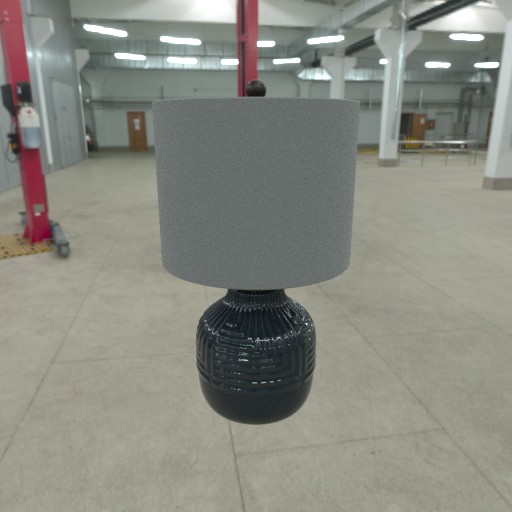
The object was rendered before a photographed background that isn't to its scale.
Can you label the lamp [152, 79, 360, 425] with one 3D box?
[{"bbox_3d":[0.000,0.000,0.763,0.318,0.567,0.318,0,17,0],"label":"lamp"}]
